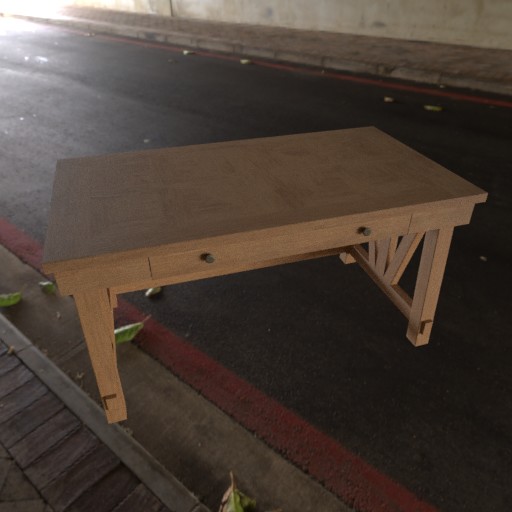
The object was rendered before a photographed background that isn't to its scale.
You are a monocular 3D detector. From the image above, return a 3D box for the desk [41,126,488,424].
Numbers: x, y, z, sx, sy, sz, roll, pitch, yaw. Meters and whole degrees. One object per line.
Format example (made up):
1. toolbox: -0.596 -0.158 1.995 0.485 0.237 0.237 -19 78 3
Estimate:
1. desk: 0.000 0.000 1.943 1.499 0.762 0.813 -10 35 -14
